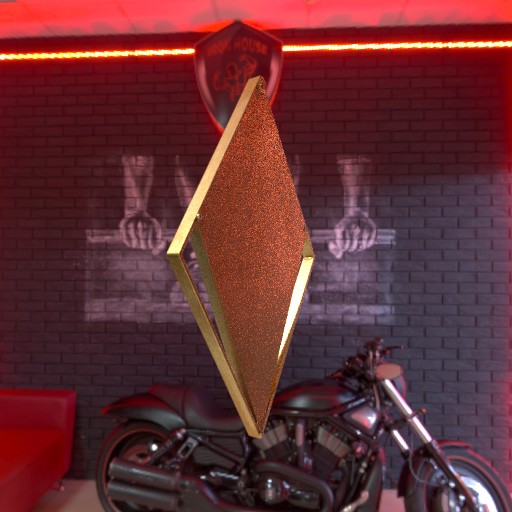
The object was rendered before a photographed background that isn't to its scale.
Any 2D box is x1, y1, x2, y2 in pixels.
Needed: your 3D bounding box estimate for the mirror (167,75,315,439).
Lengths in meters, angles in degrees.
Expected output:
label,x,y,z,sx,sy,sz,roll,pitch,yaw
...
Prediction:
label,x,y,z,sx,sy,sz,roll,pitch,yaw
mirror,0.000,0.000,0.835,0.032,0.679,0.419,-1,-1,36
